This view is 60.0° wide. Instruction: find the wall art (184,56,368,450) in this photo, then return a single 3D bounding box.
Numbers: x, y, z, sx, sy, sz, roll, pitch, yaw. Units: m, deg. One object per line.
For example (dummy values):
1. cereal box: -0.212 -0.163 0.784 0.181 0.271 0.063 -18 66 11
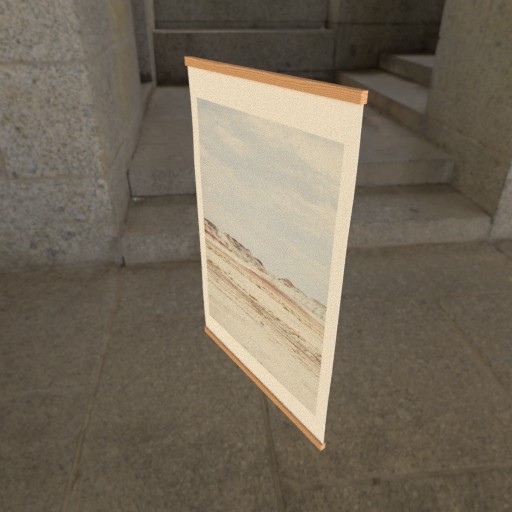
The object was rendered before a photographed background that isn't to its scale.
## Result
1. wall art: 0.000 0.000 1.948 0.025 1.521 1.011 -20 36 -31
